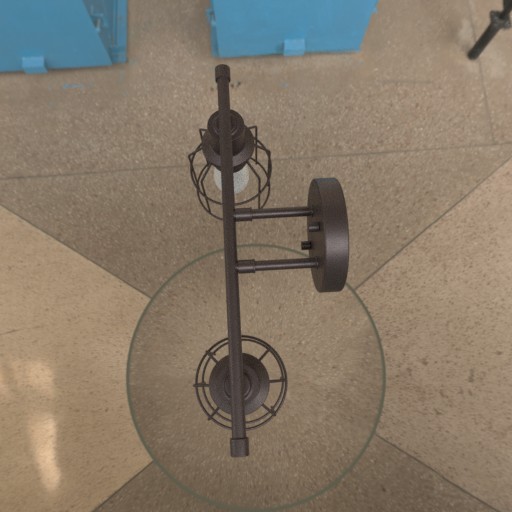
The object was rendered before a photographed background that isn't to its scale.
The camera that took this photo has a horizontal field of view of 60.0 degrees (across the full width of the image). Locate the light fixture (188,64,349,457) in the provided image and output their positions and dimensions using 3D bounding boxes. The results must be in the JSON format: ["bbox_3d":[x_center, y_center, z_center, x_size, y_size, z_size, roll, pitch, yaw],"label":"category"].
[{"bbox_3d":[0.000,0.000,0.519,0.165,0.254,0.406,-3,76,-1],"label":"light fixture"}]
